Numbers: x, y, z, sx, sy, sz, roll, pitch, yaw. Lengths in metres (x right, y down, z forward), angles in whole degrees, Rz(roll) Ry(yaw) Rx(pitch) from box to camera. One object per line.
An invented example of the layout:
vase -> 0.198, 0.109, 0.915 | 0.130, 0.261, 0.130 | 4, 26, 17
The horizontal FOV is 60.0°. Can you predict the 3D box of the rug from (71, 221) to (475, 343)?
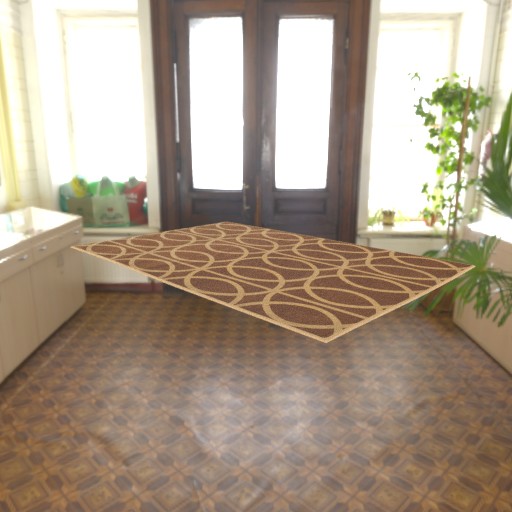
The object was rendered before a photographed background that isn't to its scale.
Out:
rug -> 0.000, 0.000, 2.961 | 2.294, 0.014, 1.528 | 14, 19, 43
